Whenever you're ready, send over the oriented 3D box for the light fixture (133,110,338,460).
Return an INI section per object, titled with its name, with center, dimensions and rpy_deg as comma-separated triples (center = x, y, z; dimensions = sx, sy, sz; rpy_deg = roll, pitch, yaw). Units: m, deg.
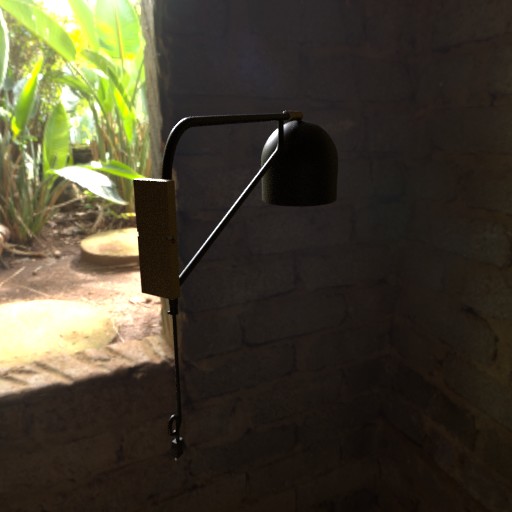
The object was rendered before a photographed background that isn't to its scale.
[light fixture]
center = 0.000, 0.000, 1.092
dimensions = 0.215, 0.696, 0.720
rpy_deg = 9, 18, 28
